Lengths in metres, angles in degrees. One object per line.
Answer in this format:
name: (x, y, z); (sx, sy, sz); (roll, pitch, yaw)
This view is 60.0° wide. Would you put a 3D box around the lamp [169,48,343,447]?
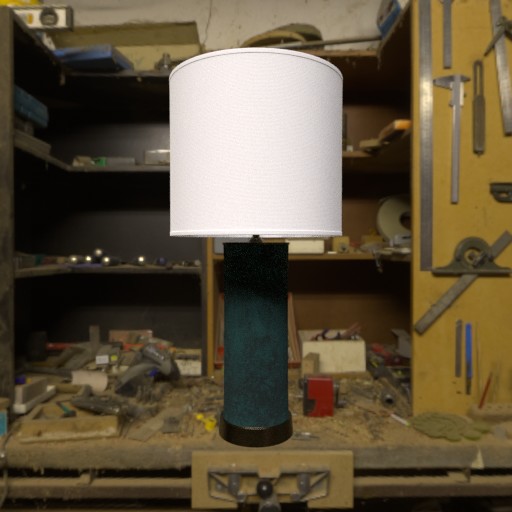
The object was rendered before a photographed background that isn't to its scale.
lamp: (0.000, 0.000, 0.790); (0.301, 0.630, 0.301); (0, 2, 0)
